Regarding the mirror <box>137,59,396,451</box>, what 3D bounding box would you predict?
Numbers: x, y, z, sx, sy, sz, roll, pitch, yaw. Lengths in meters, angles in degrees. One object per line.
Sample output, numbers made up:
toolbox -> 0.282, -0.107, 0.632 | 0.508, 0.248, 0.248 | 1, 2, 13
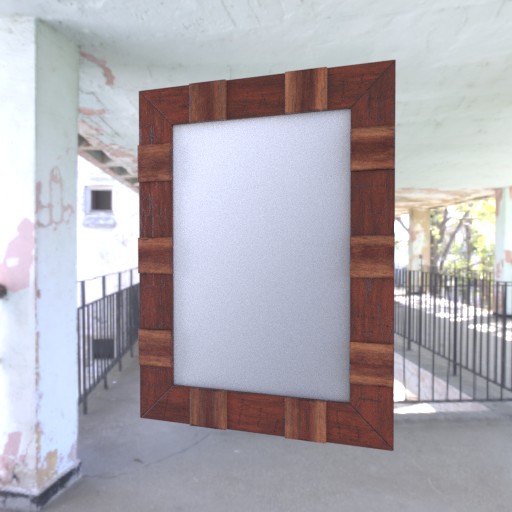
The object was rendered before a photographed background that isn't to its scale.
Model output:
mirror -> 0.000, 0.000, 1.005 | 0.600, 0.805, 0.021 | 0, 1, 18
